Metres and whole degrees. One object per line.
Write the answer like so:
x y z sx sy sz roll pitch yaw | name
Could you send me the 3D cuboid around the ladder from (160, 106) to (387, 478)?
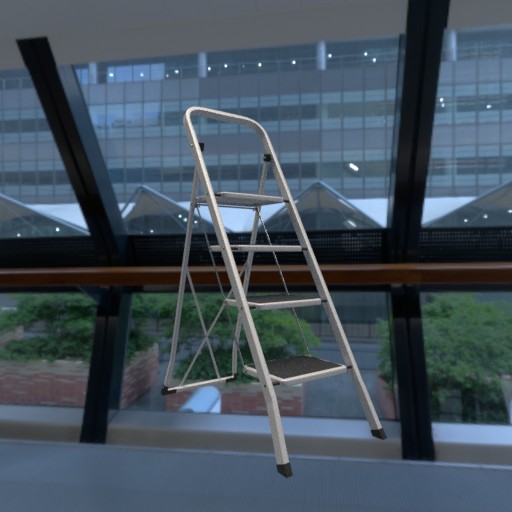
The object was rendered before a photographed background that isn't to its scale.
0.000 0.000 1.767 0.460 1.265 0.914 0 0 -36 | ladder
